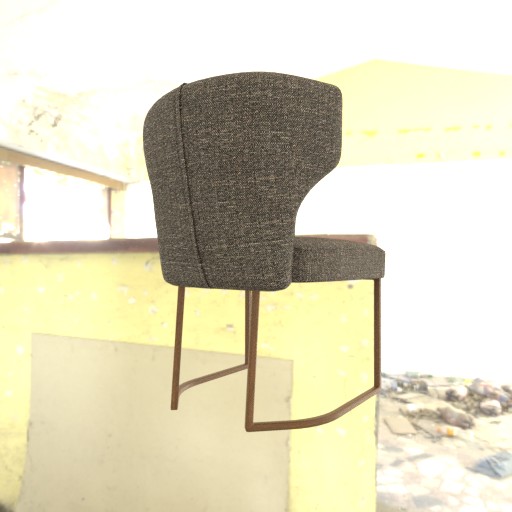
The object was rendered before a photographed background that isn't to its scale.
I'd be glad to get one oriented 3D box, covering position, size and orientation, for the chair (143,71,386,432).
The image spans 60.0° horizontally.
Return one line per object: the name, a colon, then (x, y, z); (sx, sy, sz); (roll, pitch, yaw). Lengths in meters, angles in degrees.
chair: (0.000, 0.000, 1.273); (0.611, 0.824, 0.617); (0, -1, 37)
